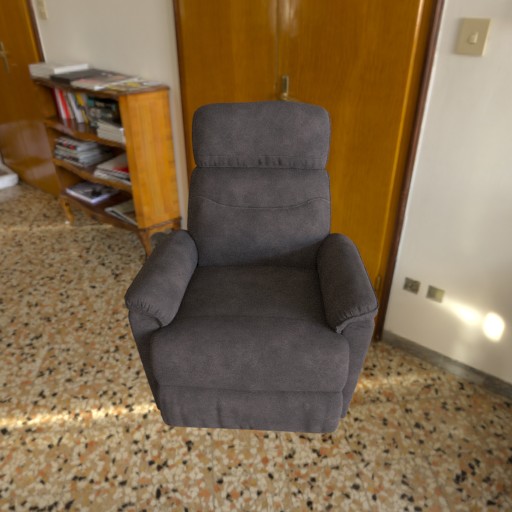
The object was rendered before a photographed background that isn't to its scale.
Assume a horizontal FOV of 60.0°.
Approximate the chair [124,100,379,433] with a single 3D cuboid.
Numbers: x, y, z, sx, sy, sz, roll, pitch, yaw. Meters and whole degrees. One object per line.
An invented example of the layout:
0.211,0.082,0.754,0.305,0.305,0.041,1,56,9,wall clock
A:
0.000,0.000,1.786,0.830,1.035,1.009,2,31,3,chair
